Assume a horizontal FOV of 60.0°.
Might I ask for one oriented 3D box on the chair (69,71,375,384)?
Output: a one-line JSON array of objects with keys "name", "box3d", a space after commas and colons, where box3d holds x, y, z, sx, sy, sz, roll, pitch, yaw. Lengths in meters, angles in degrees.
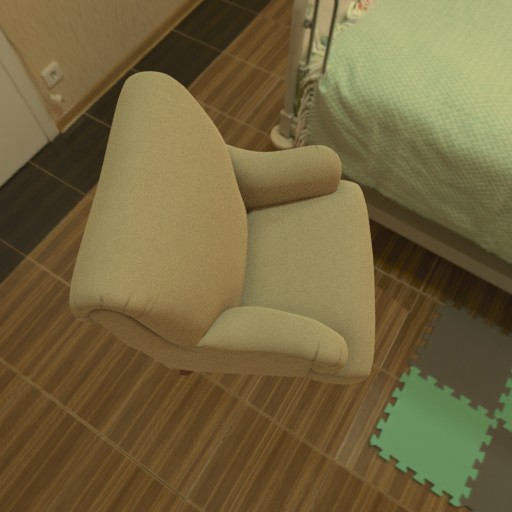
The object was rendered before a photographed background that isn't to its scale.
[{"name": "chair", "box3d": [0.000, 0.000, 1.513, 0.842, 0.942, 0.766, 3, 64, 1]}]
